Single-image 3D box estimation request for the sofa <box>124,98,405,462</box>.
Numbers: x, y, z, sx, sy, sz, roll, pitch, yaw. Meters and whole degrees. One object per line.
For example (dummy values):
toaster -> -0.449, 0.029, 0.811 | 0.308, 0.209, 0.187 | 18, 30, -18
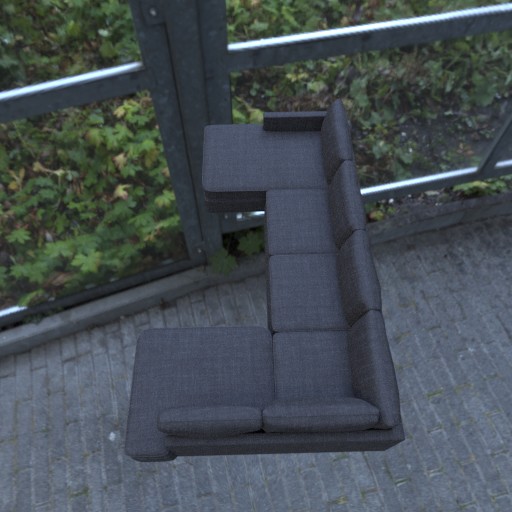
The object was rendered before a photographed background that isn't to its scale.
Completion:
sofa -> 0.000, 0.000, 4.166 | 2.048, 0.999, 3.423 | -1, 60, -1
